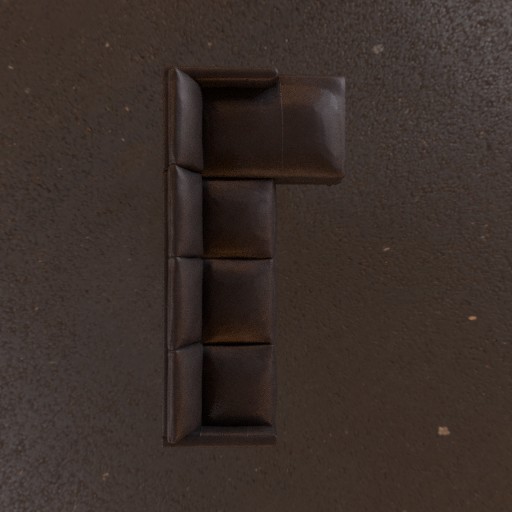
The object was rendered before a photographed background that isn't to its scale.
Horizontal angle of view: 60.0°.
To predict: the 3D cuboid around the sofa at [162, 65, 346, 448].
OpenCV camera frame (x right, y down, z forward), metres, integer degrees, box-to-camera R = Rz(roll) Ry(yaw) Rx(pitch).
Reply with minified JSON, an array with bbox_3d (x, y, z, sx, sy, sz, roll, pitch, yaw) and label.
[{"bbox_3d":[0.000,0.000,3.661,1.471,0.859,2.993,0,89,-1],"label":"sofa"}]
